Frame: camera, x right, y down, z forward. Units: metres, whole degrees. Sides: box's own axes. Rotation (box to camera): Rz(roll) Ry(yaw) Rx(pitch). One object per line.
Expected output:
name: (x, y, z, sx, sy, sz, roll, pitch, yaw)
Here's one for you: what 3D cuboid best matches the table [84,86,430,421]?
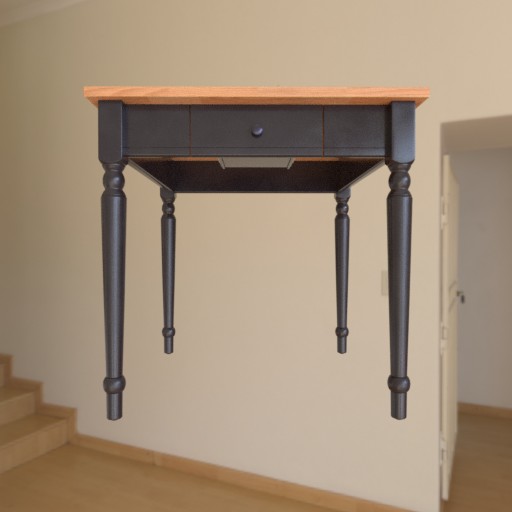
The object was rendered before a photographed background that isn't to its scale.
table: (0.000, 0.000, 1.332, 0.747, 0.738, 0.747, 0, 1, 0)
